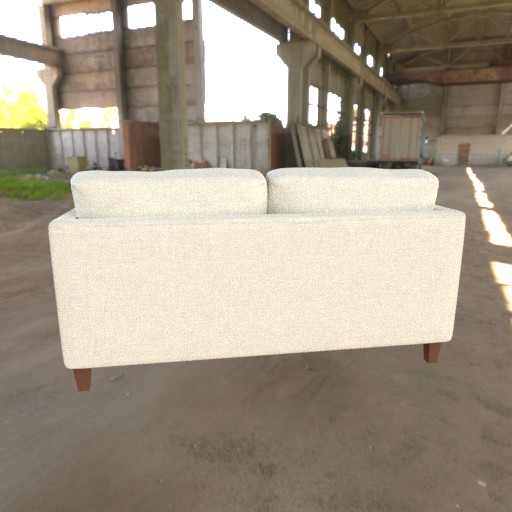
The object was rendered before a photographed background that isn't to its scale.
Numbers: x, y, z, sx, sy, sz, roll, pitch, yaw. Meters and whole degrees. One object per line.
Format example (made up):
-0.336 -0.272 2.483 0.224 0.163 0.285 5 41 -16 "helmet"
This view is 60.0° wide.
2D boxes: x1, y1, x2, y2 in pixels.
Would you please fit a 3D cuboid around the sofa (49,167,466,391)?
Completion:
0.000 0.000 2.402 1.838 0.963 0.950 -2 14 -9 "sofa"
